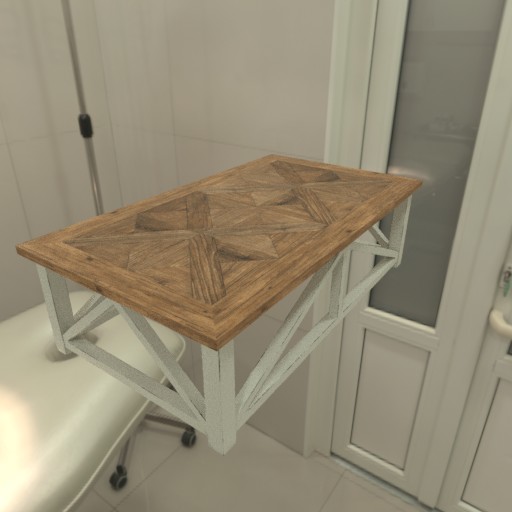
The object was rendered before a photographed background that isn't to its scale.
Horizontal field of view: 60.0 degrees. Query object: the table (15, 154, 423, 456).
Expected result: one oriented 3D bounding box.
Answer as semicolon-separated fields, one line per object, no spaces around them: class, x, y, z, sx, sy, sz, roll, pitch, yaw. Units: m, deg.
table;0.000;0.000;1.739;0.800;0.410;1.400;18;32;31
